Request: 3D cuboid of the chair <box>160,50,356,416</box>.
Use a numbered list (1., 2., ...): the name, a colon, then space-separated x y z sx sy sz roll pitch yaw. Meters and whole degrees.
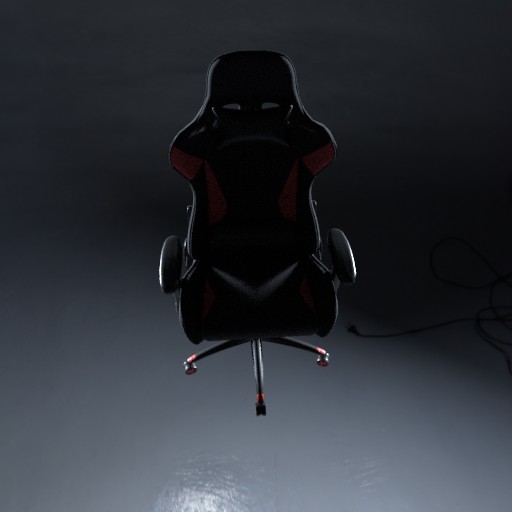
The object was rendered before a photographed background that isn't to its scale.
1. chair: 0.000 0.000 1.684 0.695 1.326 0.658 -3 45 -3
